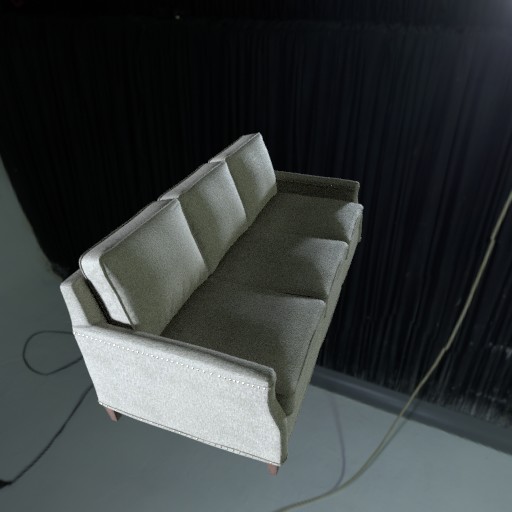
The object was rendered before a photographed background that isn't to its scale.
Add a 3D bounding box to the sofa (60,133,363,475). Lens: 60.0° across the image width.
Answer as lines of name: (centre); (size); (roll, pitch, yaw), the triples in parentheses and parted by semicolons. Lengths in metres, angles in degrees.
sofa: (0.000, 0.000, 2.833); (1.084, 1.003, 2.246); (11, 33, 17)
